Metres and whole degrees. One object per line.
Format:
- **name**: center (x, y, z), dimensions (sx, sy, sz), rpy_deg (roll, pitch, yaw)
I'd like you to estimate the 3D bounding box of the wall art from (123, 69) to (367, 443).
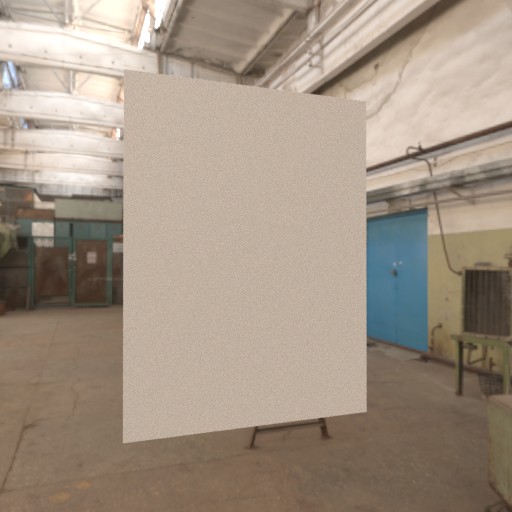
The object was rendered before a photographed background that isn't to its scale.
- **wall art**: center (0.000, 0.000, 0.797), dimensions (0.457, 0.610, 0.003), rpy_deg (0, 0, -19)
